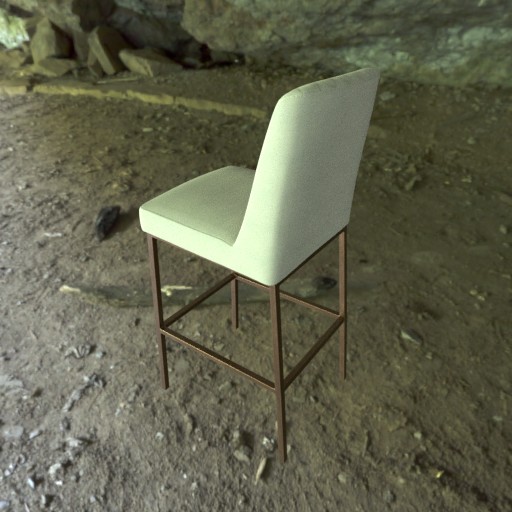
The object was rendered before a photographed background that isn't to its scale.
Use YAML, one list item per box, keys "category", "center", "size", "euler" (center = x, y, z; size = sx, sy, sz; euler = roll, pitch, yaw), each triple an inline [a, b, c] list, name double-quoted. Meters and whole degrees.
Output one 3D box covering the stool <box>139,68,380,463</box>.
- category: "stool"
  center: [0.000, 0.000, 1.367]
  size: [0.546, 1.084, 0.462]
  euler: [20, 35, 30]
